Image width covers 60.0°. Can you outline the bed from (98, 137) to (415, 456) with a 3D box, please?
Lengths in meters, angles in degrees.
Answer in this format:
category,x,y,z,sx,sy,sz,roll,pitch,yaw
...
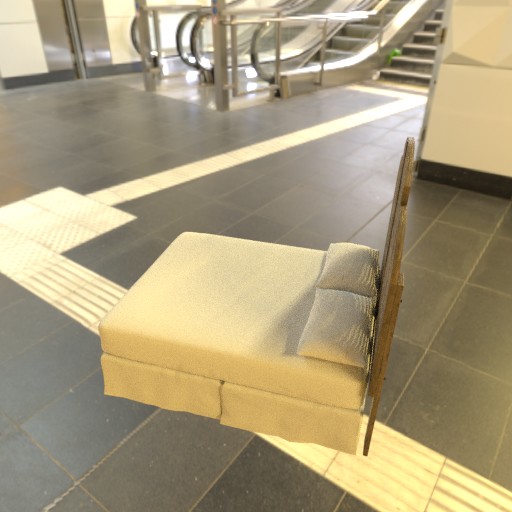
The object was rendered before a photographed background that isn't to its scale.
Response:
category,x,y,z,sx,sy,sz,roll,pitch,yaw
bed,0.000,0.000,3.512,2.138,2.019,1.713,9,33,14
